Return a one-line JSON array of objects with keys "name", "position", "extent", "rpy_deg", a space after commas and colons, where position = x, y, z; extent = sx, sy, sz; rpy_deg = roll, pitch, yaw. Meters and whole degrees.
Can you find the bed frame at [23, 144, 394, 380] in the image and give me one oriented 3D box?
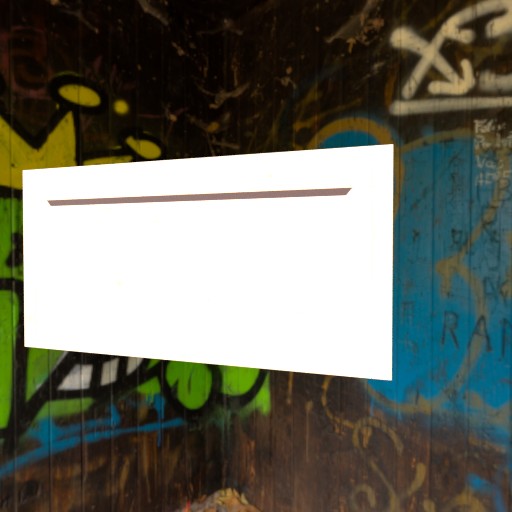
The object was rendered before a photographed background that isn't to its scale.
[{"name": "bed frame", "position": [0.000, 0.000, 2.958], "extent": [1.800, 0.900, 2.080], "rpy_deg": [0, 1, 19]}]
